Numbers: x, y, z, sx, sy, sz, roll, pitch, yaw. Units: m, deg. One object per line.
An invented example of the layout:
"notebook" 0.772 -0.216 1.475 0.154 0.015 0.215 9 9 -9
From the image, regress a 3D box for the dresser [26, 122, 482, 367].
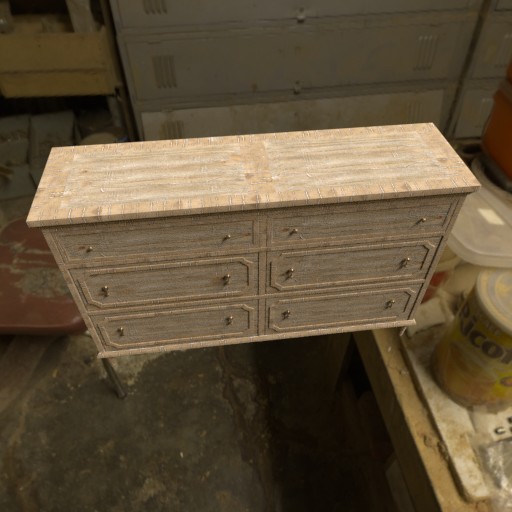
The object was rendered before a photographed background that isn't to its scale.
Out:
"dresser" 0.000 0.000 2.092 1.626 1.016 0.457 -5 46 -5
